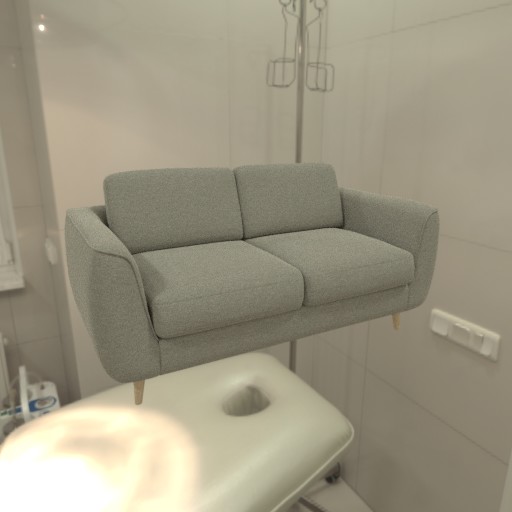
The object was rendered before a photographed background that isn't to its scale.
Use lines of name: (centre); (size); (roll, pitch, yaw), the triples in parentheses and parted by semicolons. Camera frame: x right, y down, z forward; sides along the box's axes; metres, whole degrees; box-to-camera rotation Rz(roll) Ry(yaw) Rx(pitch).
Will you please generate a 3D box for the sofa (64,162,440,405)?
sofa: (0.000, 0.000, 2.213); (1.700, 0.850, 0.920); (-9, 19, -27)
